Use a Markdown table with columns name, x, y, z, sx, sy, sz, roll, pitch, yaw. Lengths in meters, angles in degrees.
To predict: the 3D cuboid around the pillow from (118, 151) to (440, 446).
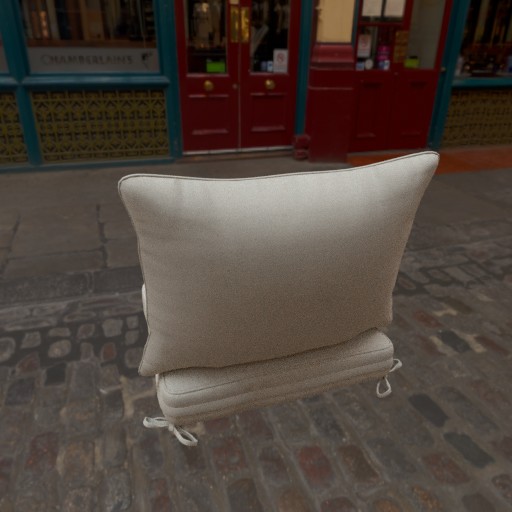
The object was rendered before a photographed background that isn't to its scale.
| name | x | y | z | sx | sy | sz | roll | pitch | yaw |
| --- | --- | --- | --- | --- | --- | --- | --- | --- | --- |
| pillow | 0.000 | 0.000 | 1.370 | 0.798 | 0.716 | 0.733 | -8 | 27 | -16 |
